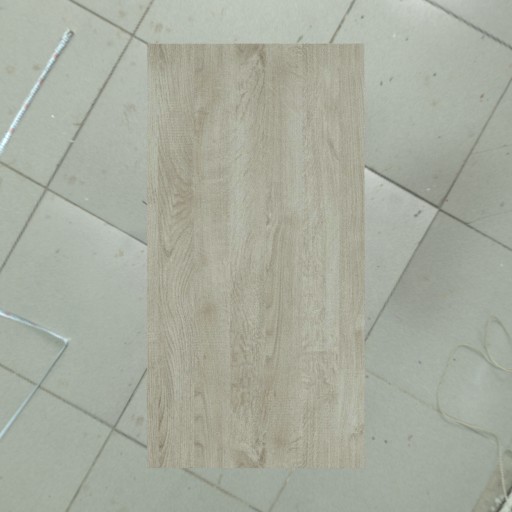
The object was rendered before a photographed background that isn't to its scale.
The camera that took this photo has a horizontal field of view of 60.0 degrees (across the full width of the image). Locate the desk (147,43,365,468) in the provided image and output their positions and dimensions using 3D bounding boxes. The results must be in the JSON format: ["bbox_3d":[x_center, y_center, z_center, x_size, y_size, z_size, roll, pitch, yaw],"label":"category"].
[{"bbox_3d":[0.000,0.000,1.506,0.560,0.730,1.096,0,90,0],"label":"desk"}]
